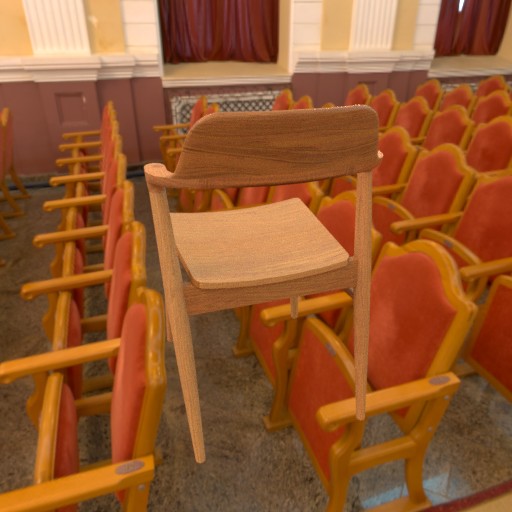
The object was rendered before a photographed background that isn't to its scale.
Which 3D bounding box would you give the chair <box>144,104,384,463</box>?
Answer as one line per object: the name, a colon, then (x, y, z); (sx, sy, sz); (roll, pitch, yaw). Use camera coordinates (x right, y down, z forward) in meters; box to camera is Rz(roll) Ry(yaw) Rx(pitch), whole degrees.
chair: (0.000, 0.000, 1.133); (0.512, 0.792, 0.499); (-8, 28, -16)
